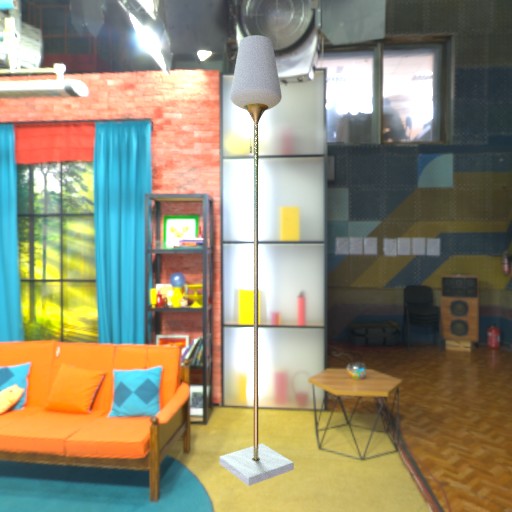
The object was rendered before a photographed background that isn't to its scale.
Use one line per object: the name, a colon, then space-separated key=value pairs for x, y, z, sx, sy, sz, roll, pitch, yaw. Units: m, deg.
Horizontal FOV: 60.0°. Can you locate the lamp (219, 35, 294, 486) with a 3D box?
lamp: x=0.000 y=0.000 z=1.898 sx=0.232 sy=1.813 sz=0.229 roll=0 pitch=1 yaw=-35
